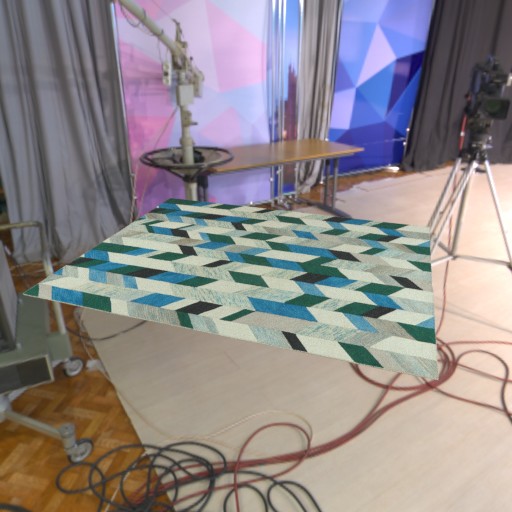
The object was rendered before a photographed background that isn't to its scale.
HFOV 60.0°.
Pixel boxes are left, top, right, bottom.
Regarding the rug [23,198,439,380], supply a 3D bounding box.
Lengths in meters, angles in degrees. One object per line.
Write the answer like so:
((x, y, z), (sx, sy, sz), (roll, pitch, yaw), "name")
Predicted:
((0.000, 0.000, 4.035), (3.036, 0.008, 2.440), (8, 27, 16), "rug")
